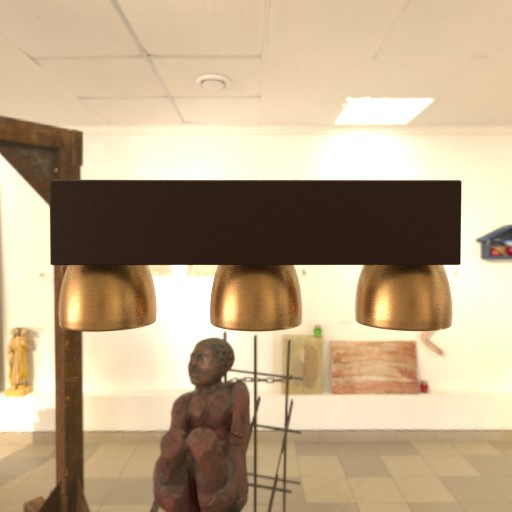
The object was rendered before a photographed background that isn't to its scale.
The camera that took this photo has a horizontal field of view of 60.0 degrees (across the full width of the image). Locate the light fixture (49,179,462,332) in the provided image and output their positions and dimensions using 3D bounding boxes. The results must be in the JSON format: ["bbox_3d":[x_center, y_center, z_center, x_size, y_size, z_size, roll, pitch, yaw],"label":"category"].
[{"bbox_3d":[0.000,0.000,0.662,0.582,0.204,0.157,0,1,0],"label":"light fixture"}]
